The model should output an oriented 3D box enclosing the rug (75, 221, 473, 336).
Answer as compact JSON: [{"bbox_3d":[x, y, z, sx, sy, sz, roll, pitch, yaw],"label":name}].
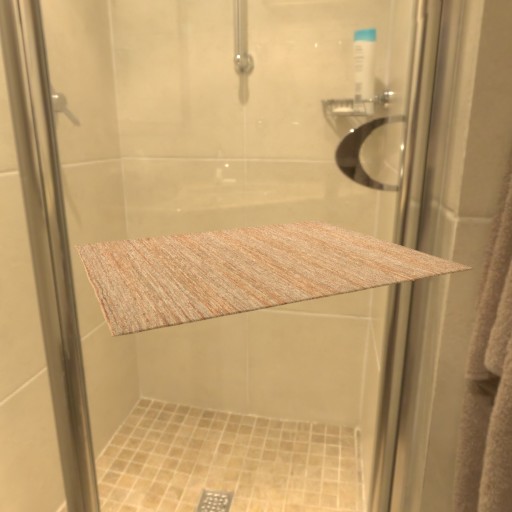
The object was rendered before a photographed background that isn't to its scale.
[{"bbox_3d":[0.000,0.000,4.080,2.939,0.009,2.313,-8,17,-25],"label":"rug"}]
